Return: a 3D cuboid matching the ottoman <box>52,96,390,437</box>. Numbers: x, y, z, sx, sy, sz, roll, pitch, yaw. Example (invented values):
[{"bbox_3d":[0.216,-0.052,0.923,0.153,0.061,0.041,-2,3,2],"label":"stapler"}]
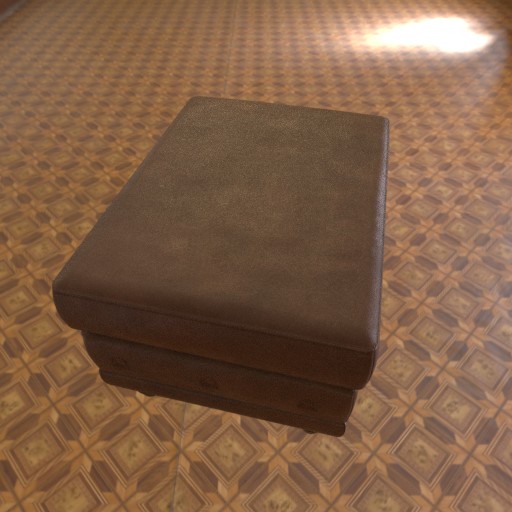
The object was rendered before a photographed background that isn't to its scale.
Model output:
[{"bbox_3d":[0.000,0.000,1.162,0.588,0.509,0.795,10,46,9],"label":"ottoman"}]
